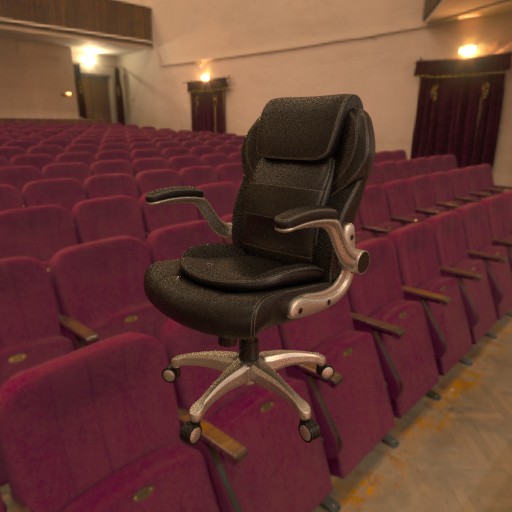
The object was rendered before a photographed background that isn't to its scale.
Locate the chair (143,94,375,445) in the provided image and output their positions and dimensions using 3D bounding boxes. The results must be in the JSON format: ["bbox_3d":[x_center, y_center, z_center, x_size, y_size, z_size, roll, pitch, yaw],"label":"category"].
[{"bbox_3d":[0.000,0.000,1.629,0.724,1.141,0.801,15,22,41],"label":"chair"}]
